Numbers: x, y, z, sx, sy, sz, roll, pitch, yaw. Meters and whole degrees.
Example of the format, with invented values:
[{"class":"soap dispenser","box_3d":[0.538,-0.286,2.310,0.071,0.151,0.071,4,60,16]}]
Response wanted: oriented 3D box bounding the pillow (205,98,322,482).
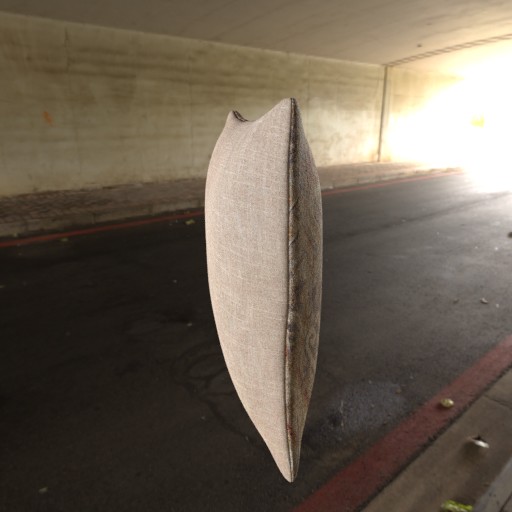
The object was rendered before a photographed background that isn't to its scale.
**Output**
[{"class":"pillow","box_3d":[0.000,0.000,0.786,0.166,0.506,0.523,-3,17,-9]}]
